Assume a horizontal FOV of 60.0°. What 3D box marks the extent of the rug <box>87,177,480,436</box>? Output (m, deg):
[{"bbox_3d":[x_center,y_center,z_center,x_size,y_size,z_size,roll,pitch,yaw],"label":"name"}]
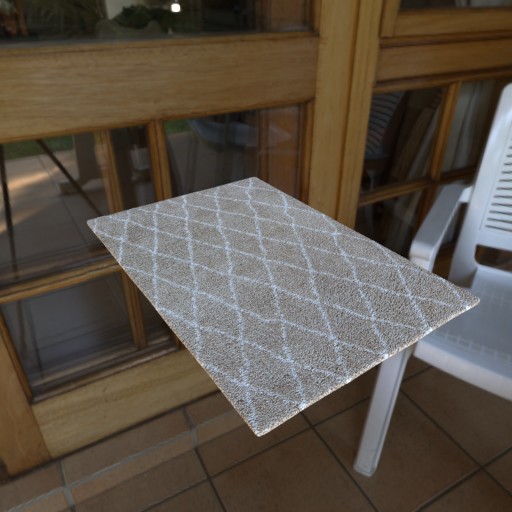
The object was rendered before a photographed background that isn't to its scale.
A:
[{"bbox_3d":[0.000,0.000,2.307,1.219,0.030,1.778,-20,37,-29],"label":"rug"}]
